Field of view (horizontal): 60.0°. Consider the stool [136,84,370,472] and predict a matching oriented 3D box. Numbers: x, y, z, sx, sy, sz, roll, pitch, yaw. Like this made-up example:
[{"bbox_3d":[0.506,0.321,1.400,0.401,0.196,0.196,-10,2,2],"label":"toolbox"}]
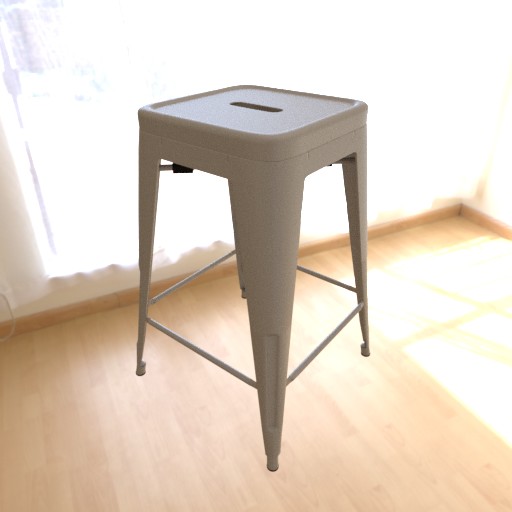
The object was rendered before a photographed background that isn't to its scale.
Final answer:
[{"bbox_3d":[0.000,0.000,0.918,0.410,0.608,0.410,22,37,32],"label":"stool"}]
